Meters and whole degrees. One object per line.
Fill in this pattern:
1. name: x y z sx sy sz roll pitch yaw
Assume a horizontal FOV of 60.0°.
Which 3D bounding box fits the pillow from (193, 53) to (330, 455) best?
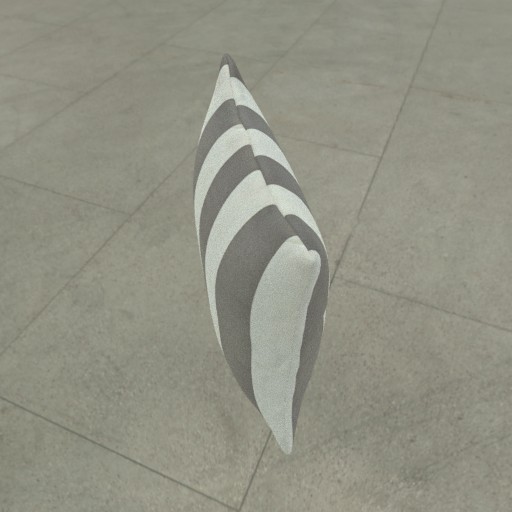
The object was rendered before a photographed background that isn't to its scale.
1. pillow: 0.000 0.000 0.789 0.192 0.507 0.522 -9 47 -9
